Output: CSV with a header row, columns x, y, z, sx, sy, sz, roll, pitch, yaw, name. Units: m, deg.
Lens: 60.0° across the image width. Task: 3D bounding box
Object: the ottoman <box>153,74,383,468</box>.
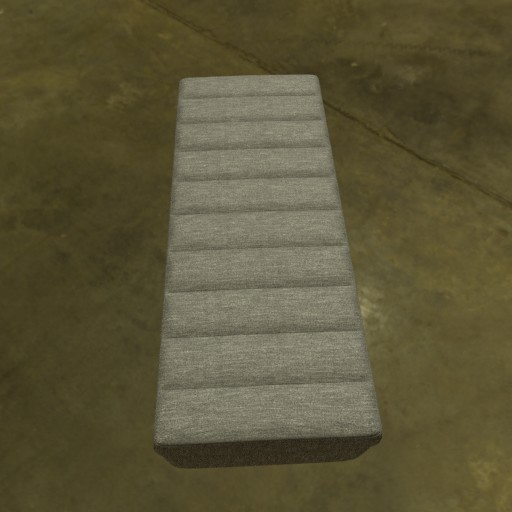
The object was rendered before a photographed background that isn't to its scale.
x,y,z,sx,sy,sz,roll,pitch,yaw,name
0.000,0.000,1.353,0.482,0.469,1.151,-2,59,-1,ottoman
